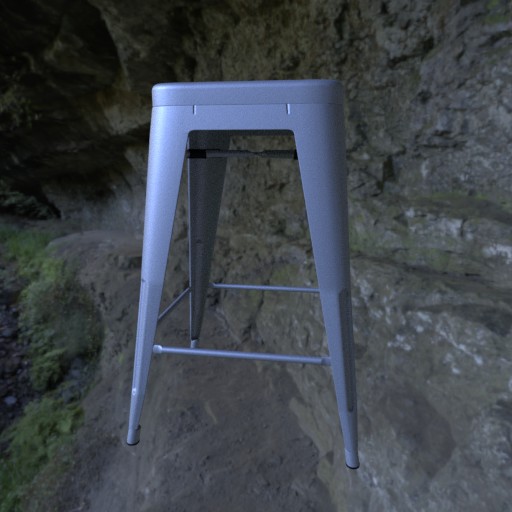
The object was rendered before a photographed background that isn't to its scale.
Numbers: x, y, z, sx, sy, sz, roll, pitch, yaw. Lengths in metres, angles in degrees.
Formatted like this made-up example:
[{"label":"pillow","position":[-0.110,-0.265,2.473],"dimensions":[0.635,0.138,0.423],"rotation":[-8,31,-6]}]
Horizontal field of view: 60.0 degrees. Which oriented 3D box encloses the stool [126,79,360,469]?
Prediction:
[{"label":"stool","position":[0.000,0.000,0.875],"dimensions":[0.406,0.610,0.406],"rotation":[2,14,9]}]
